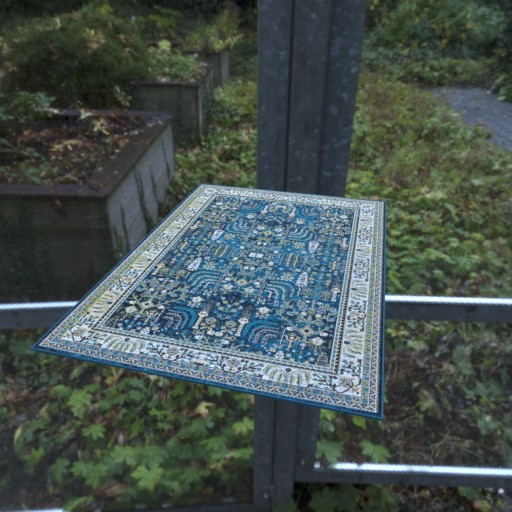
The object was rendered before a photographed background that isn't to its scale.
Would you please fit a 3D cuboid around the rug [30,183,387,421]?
[{"bbox_3d":[0.000,0.000,2.815,1.594,0.013,2.213,7,31,13],"label":"rug"}]
